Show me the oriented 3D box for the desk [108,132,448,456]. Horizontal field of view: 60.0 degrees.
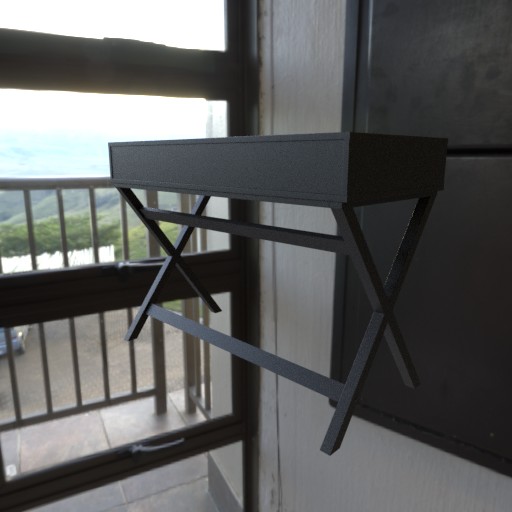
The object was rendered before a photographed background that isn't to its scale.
[{"bbox_3d":[0.000,0.000,1.548,1.057,0.780,0.504,12,18,44],"label":"desk"}]
